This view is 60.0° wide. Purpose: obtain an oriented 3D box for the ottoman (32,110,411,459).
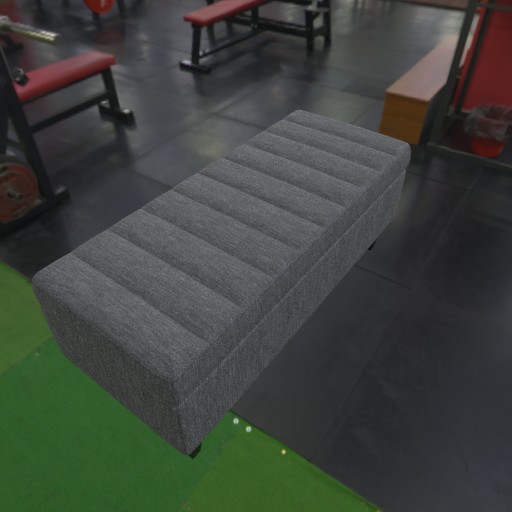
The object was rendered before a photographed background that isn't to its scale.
[{"bbox_3d":[0.000,0.000,1.396,0.482,0.469,1.151,27,49,26],"label":"ottoman"}]
